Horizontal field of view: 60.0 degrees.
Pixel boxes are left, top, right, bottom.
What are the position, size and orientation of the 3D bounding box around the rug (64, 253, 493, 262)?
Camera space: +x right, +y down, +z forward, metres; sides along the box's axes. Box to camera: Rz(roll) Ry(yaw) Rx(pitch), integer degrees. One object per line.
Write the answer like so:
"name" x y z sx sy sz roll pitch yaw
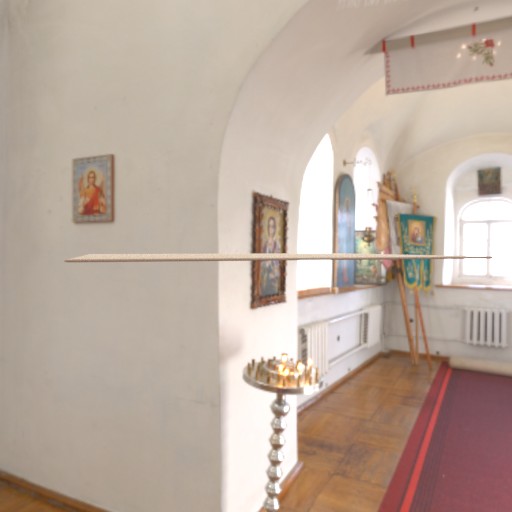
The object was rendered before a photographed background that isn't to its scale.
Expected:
"rug" 0.000 0.000 4.097 3.039 0.018 2.462 0 1 -18
